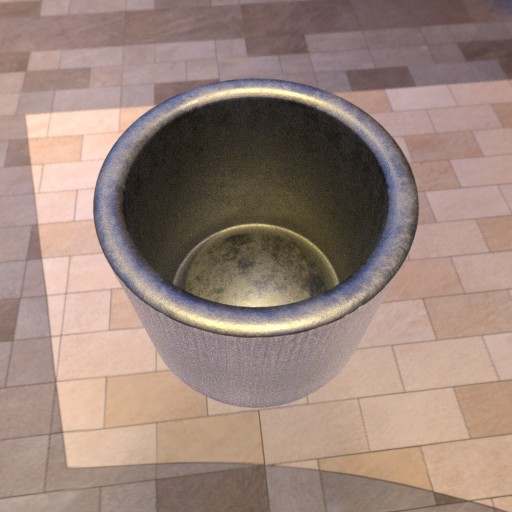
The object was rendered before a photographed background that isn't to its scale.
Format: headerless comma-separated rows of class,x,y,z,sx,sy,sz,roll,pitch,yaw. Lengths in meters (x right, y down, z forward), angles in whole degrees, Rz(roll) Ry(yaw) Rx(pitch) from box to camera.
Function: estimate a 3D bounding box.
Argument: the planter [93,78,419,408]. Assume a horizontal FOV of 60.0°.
planter,0.000,0.000,0.217,0.125,0.112,0.125,0,60,0
